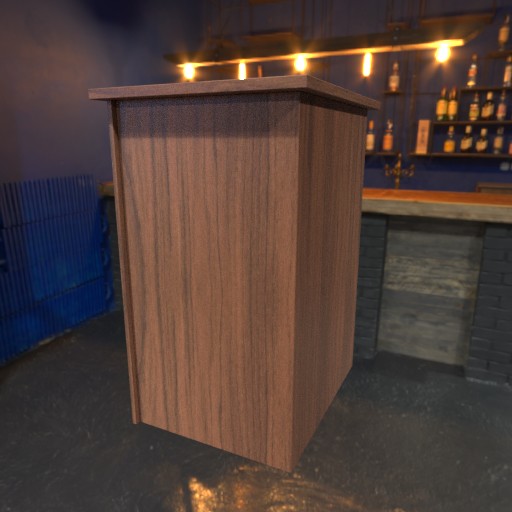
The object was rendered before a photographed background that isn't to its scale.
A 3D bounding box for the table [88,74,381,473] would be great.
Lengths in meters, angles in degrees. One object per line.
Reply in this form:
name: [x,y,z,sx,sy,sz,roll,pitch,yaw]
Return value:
table: [0.000,0.000,0.936,0.381,0.636,0.480,7,16,25]
